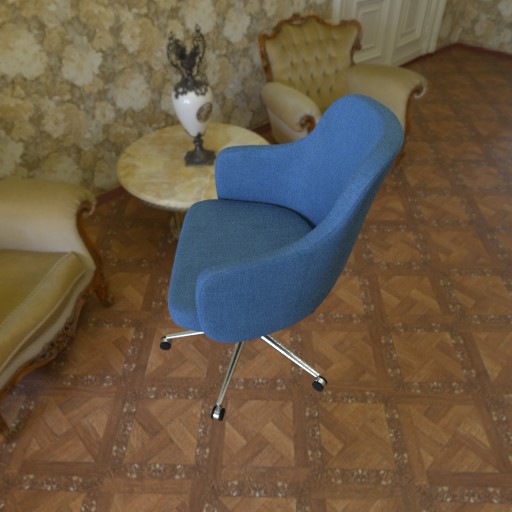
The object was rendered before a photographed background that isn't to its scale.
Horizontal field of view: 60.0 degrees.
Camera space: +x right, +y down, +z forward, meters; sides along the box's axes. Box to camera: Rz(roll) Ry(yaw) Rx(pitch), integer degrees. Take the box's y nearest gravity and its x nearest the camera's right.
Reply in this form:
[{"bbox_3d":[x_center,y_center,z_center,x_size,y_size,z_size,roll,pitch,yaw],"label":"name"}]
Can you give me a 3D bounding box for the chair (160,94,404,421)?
[{"bbox_3d":[0.000,0.000,1.266,0.655,0.820,0.599,0,40,0],"label":"chair"}]
